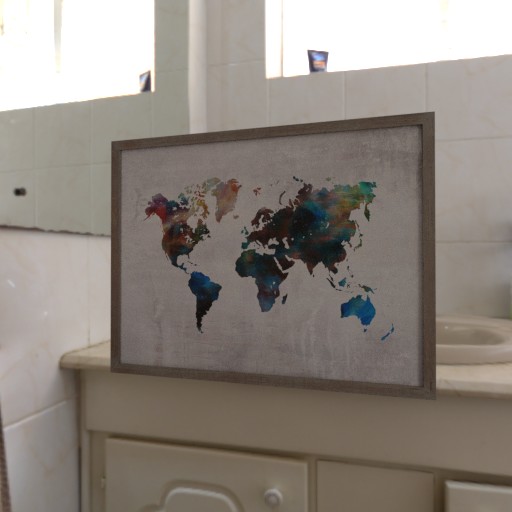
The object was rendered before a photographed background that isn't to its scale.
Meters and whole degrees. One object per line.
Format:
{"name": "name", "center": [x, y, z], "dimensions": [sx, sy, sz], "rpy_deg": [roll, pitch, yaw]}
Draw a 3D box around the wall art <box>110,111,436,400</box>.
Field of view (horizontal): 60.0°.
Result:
{"name": "wall art", "center": [0.000, 0.000, 1.346], "dimensions": [1.012, 0.774, 0.019], "rpy_deg": [0, -1, 17]}
